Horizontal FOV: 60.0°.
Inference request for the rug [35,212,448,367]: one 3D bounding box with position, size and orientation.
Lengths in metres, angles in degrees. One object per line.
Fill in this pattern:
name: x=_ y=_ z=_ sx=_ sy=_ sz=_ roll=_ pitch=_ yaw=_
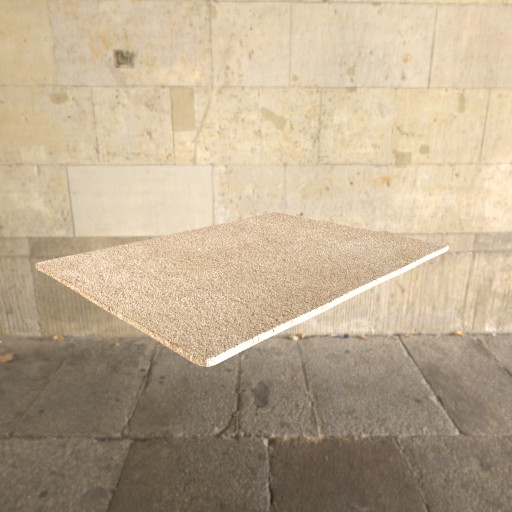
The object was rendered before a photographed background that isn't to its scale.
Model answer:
rug: x=0.000 y=0.000 z=2.113 sx=1.199 sy=0.025 sz=1.600 roll=16 pitch=23 yaw=42
